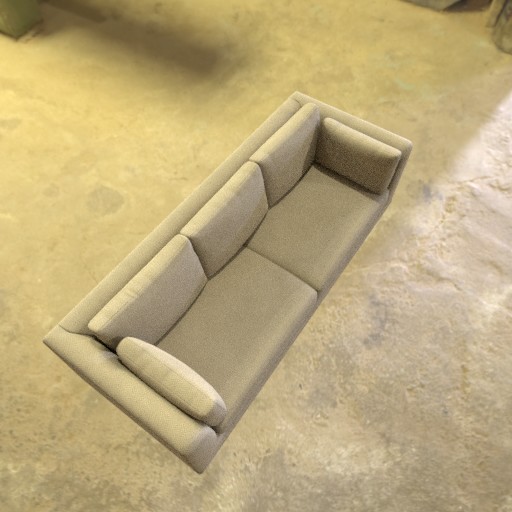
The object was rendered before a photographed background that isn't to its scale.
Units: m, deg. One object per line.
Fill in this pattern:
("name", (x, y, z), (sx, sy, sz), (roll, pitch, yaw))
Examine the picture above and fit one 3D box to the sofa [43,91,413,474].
("sofa", (0.000, 0.000, 2.889), (0.969, 0.867, 2.415), (31, 62, 18))
